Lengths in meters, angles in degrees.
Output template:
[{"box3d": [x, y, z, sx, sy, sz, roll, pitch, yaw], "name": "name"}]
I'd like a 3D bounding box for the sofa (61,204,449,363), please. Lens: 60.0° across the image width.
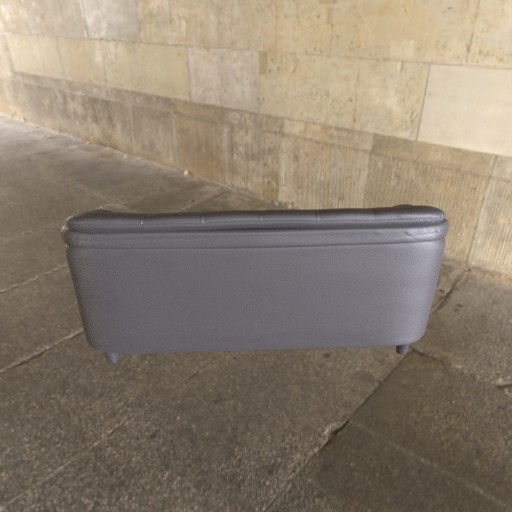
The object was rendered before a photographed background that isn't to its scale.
[{"box3d": [0.000, 0.000, 2.329, 1.829, 0.811, 0.800, -1, 29, -2], "name": "sofa"}]
